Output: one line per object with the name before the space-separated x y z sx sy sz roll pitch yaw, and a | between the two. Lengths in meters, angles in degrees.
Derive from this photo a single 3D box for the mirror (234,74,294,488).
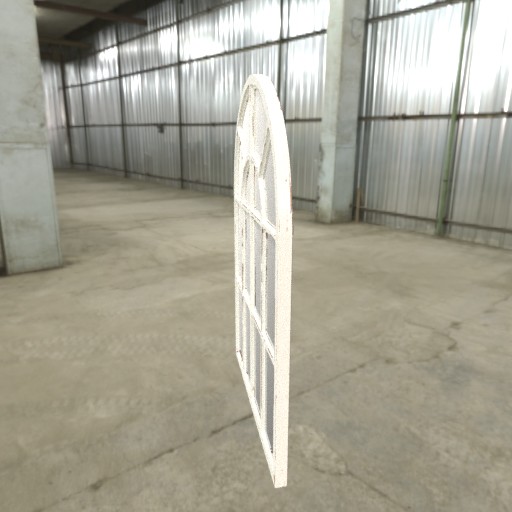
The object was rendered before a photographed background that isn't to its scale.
mirror | 0.000 0.000 1.209 0.032 0.920 0.660 -3 15 -10
